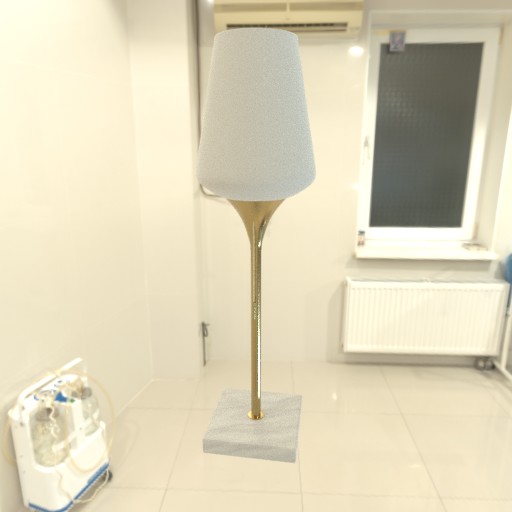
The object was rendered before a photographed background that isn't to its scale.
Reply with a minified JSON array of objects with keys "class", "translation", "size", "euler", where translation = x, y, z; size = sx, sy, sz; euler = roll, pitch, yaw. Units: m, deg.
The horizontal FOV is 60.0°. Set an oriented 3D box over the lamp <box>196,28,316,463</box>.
[{"class":"lamp","translation":[0.000,0.000,0.708],"size":[0.181,0.639,0.181],"euler":[2,16,9]}]
